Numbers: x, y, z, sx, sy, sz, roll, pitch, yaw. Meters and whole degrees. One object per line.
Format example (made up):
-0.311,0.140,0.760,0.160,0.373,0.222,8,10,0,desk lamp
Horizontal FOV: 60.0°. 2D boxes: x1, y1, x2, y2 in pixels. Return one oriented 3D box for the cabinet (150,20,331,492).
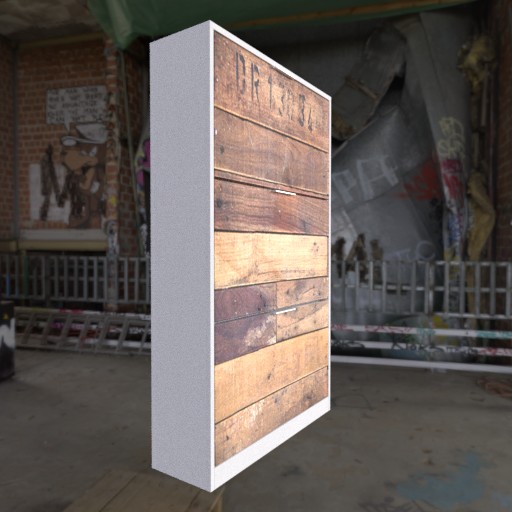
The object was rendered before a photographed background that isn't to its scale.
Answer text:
0.000,0.000,1.571,0.250,1.280,0.750,1,1,35,cabinet
